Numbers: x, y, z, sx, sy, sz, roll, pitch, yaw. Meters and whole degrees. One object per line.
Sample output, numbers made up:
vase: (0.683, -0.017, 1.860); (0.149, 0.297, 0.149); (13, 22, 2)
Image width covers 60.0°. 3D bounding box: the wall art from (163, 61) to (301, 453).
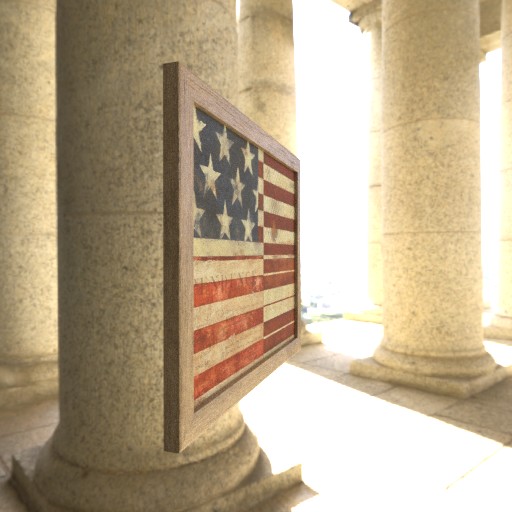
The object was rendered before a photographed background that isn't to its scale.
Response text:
wall art: (0.000, 0.000, 0.932); (0.026, 0.535, 0.690); (0, 1, 20)
